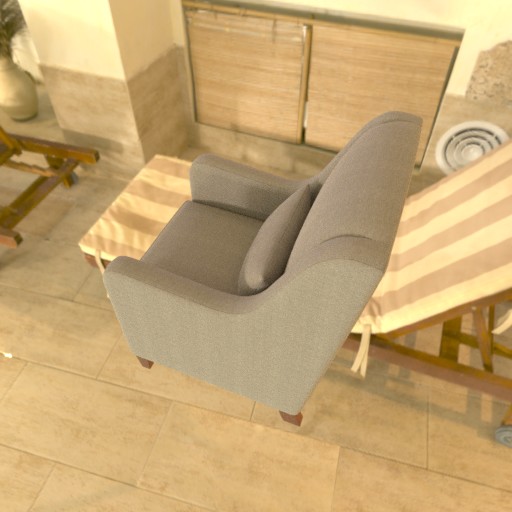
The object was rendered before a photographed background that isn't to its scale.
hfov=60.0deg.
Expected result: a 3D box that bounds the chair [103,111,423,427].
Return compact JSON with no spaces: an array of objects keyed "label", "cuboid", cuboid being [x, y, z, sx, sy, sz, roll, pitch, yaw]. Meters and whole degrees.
[{"label":"chair","cuboid":[0.000,0.000,1.644,0.890,1.017,0.715,16,49,14]}]
